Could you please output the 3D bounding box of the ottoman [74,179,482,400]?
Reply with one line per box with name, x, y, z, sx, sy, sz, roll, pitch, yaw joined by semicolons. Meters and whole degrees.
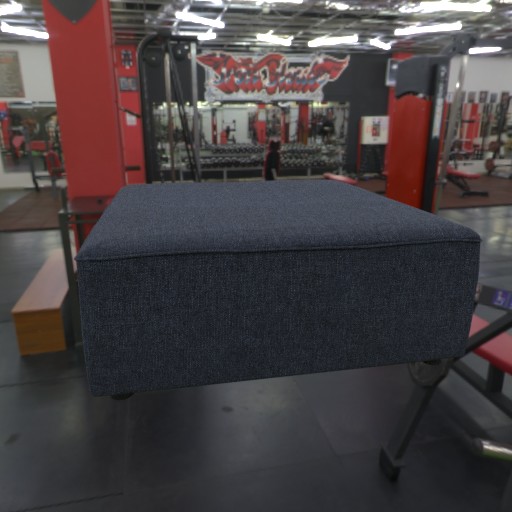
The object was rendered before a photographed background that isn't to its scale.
ottoman;0.000;0.000;1.554;1.023;0.423;1.017;-3;17;-10
